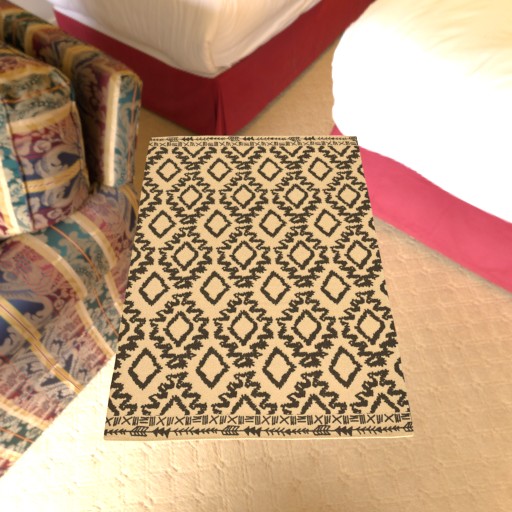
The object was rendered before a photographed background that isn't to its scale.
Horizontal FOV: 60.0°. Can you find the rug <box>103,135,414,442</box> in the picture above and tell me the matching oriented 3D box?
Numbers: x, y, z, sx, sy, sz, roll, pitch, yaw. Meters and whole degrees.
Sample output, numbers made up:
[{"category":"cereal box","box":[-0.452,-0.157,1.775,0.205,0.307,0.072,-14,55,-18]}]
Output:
[{"category":"rug","box":[0.000,0.000,4.328,2.444,0.036,3.369,-1,58,0]}]
